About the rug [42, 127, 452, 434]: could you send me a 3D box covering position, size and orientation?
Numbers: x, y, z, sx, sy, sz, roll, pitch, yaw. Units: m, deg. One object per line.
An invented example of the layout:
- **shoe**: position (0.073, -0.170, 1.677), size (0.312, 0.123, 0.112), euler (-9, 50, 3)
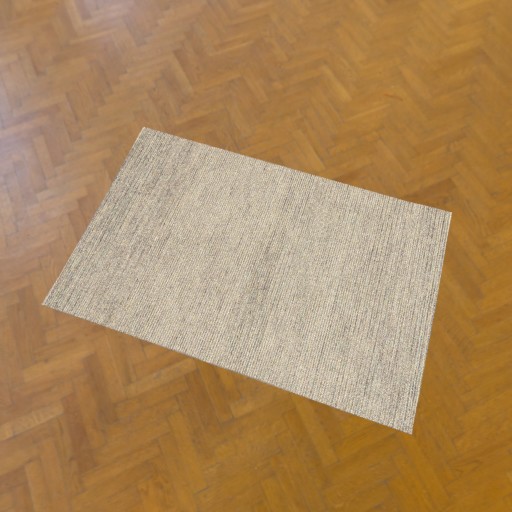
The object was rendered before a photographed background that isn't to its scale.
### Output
- **rug**: position (0.000, 0.000, 2.239), size (1.804, 0.022, 1.162), euler (17, 66, 8)
